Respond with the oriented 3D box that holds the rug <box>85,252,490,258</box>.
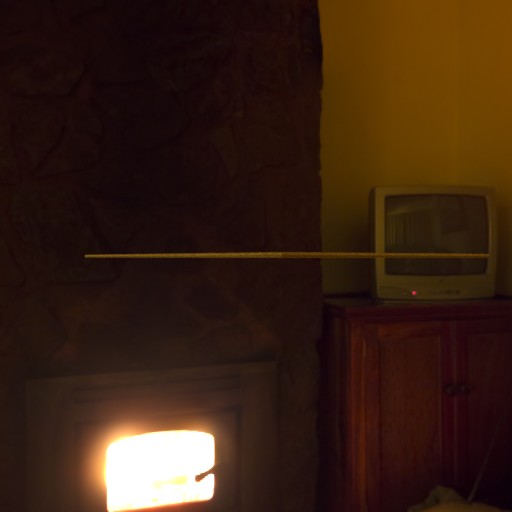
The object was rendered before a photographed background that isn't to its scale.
[{"bbox_3d":[0.000,0.000,2.325,1.219,0.016,1.829,0,0,-37],"label":"rug"}]
